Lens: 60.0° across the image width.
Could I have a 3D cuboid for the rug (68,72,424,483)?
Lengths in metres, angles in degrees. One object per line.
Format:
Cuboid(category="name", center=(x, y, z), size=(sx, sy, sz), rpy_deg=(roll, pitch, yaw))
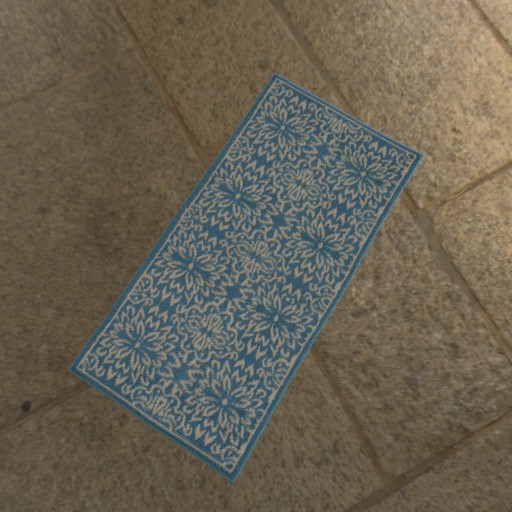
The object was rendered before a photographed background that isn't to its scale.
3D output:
Cuboid(category="rug", center=(0.000, 0.000, 1.438), size=(0.604, 0.007, 1.219), rpy_deg=(31, 79, 7))
